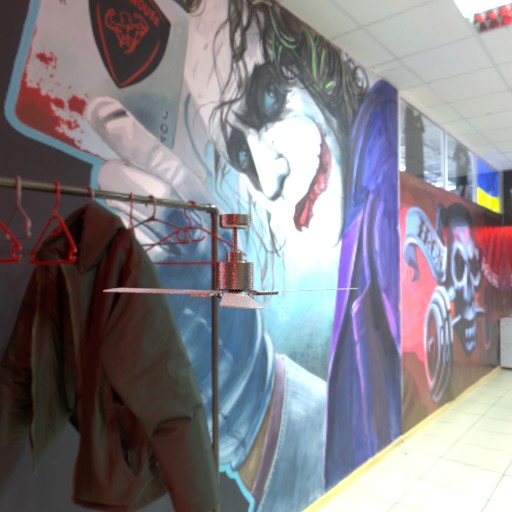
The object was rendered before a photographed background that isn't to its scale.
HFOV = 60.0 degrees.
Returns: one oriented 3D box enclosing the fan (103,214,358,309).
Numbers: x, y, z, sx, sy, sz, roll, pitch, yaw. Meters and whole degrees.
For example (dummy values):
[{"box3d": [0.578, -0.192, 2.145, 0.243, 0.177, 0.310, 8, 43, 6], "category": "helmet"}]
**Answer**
[{"box3d": [0.000, 0.000, 2.335, 1.561, 0.446, 1.531, 1, -2, -17], "category": "fan"}]
